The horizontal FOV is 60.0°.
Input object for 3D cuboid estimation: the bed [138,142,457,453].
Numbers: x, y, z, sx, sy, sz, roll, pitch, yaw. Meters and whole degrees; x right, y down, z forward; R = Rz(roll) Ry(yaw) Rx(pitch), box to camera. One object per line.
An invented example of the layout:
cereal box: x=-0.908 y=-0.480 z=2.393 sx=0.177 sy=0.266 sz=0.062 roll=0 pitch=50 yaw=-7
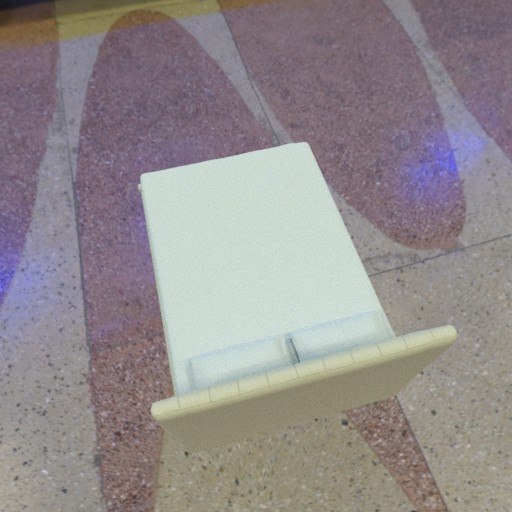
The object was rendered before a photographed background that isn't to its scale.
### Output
bed: x=0.000 y=0.000 z=3.472 sx=1.698 sy=1.427 sz=2.387 roll=-13 pitch=61 yaw=-7
